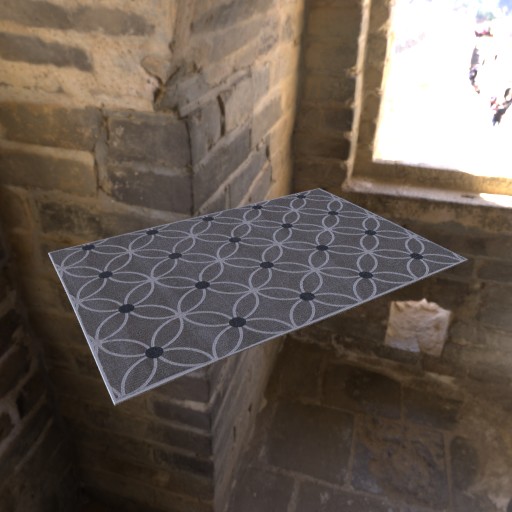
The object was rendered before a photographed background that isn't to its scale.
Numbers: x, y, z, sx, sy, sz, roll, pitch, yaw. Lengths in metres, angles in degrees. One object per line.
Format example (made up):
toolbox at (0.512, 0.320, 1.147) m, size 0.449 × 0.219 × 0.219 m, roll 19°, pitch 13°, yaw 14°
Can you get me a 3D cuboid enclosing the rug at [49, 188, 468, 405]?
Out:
rug at (0.000, 0.000, 2.884) m, size 2.284 × 0.008 × 1.522 m, roll -17°, pitch 33°, yaw -27°
